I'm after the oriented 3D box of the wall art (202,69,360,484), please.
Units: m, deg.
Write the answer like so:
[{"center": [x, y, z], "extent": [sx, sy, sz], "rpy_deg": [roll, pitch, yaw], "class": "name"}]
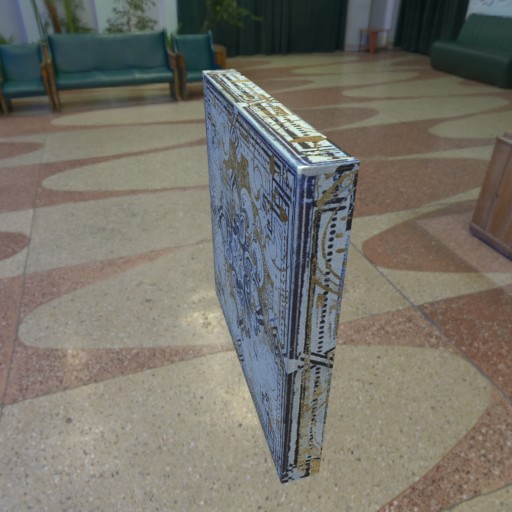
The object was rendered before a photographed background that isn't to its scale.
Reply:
[{"center": [0.000, 0.000, 0.452], "extent": [0.038, 0.306, 0.302], "rpy_deg": [-9, 33, -13], "class": "wall art"}]
